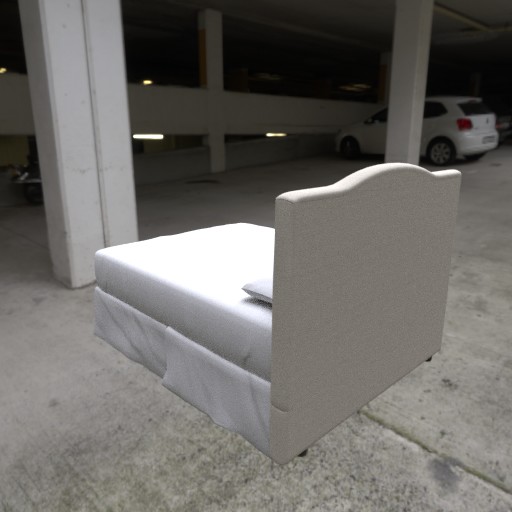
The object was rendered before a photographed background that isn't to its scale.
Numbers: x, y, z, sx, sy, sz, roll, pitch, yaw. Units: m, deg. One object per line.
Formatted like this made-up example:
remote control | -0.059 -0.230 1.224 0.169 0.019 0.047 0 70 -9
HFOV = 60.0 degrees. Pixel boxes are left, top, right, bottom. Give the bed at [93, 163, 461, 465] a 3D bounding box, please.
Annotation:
bed | 0.000 0.000 3.276 1.741 1.449 2.196 -15 21 -42
